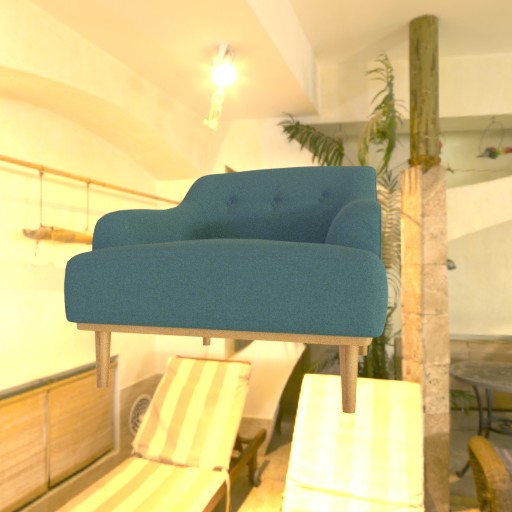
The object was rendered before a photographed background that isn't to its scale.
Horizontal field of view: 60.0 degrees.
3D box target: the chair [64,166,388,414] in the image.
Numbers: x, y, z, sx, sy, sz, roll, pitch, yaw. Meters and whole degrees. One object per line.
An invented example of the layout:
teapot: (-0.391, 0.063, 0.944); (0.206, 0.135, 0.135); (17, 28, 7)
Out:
chair: (0.000, 0.000, 1.629); (0.946, 0.818, 0.951); (0, -1, 18)
